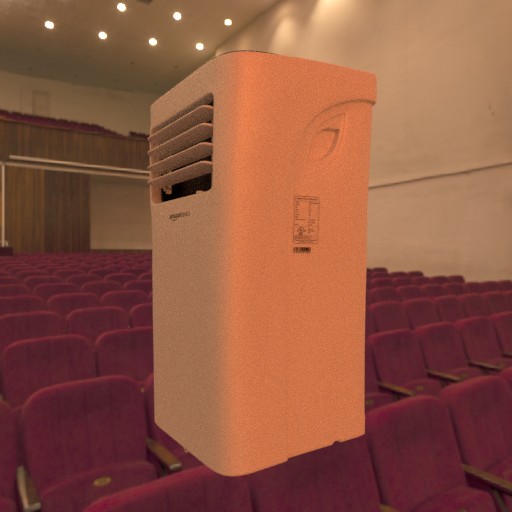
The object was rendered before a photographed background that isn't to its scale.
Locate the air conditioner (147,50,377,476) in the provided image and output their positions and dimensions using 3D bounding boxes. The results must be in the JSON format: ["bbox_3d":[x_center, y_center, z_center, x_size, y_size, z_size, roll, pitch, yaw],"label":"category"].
[{"bbox_3d":[0.000,0.000,0.896,0.369,0.716,0.352,0,0,-35],"label":"air conditioner"}]
